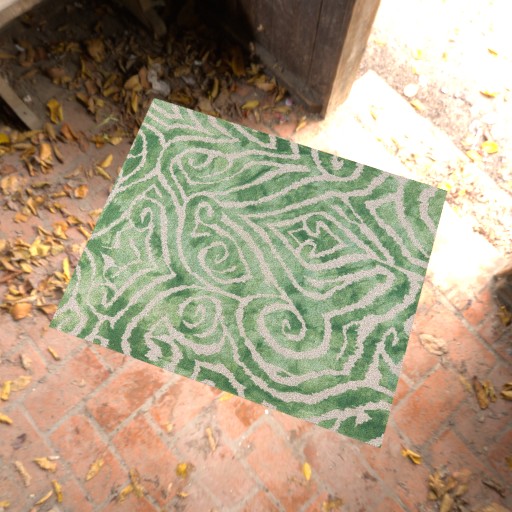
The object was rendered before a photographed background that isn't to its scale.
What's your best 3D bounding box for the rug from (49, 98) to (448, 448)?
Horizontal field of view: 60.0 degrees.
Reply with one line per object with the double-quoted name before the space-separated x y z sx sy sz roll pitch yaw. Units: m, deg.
"rug" 0.000 0.000 4.094 3.045 0.007 2.436 19 77 5
